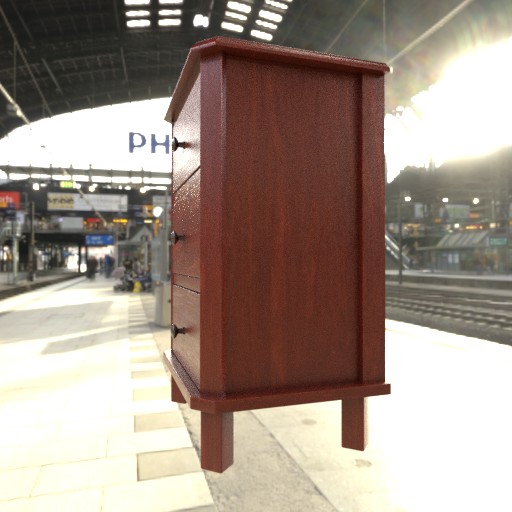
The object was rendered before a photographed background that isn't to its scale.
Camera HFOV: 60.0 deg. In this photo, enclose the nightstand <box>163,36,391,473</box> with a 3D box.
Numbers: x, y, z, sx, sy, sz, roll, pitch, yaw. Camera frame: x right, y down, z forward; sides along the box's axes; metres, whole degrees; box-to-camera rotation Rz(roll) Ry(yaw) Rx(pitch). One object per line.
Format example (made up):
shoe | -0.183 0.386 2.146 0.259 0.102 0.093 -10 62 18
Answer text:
nightstand | 0.000 0.000 0.923 0.351 0.681 0.435 0 -1 -18
